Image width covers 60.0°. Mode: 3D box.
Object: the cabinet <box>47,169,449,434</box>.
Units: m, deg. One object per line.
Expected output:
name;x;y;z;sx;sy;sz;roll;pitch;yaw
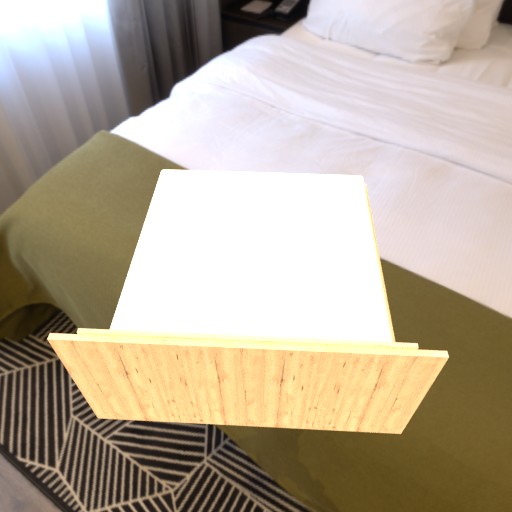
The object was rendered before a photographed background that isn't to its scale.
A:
cabinet;0.000;0.000;3.195;1.950;0.970;2.080;2;47;2
